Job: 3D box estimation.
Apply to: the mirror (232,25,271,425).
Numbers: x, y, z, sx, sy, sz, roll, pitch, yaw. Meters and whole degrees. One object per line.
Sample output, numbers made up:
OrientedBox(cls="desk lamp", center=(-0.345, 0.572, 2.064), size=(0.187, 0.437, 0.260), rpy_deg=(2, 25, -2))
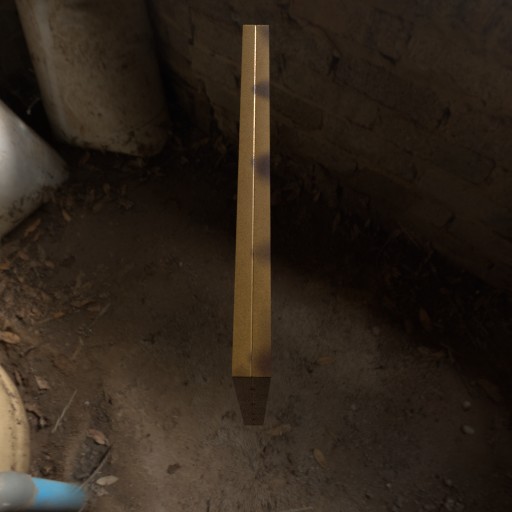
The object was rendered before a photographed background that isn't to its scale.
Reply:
OrientedBox(cls="mirror", center=(0.000, 0.000, 0.768), size=(0.042, 0.507, 0.509), rpy_deg=(0, 64, 0))
